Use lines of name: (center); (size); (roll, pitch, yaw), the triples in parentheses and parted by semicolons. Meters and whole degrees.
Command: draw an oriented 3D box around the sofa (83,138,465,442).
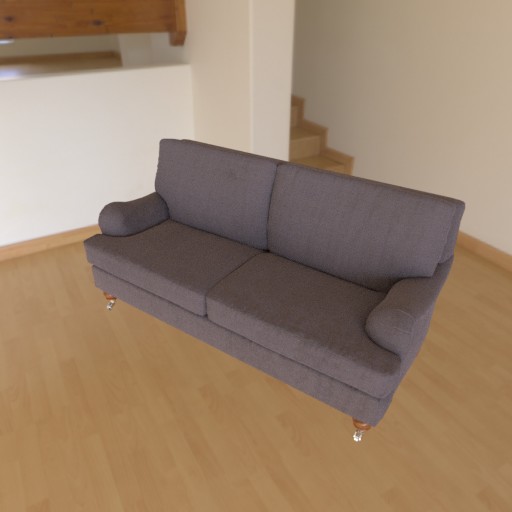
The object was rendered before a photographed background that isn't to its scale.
sofa: (0.000, 0.000, 2.800); (2.165, 1.087, 1.086); (20, 36, 29)
